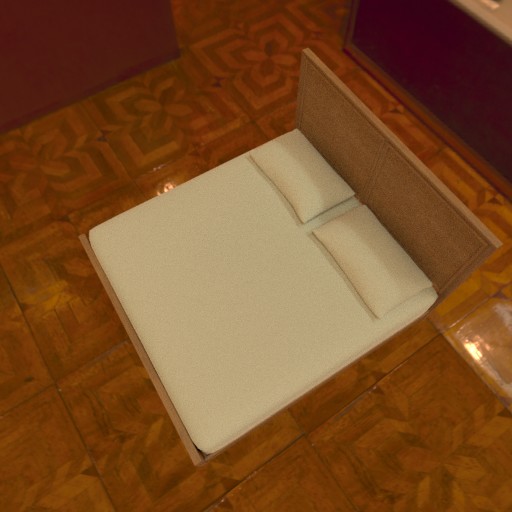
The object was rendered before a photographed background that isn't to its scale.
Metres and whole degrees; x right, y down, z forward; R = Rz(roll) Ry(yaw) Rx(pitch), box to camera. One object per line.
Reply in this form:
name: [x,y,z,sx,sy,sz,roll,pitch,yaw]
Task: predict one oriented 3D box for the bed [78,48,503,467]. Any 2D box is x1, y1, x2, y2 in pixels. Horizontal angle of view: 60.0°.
bed: [0.000,0.000,3.350,2.184,1.387,2.003,-29,67,-14]
